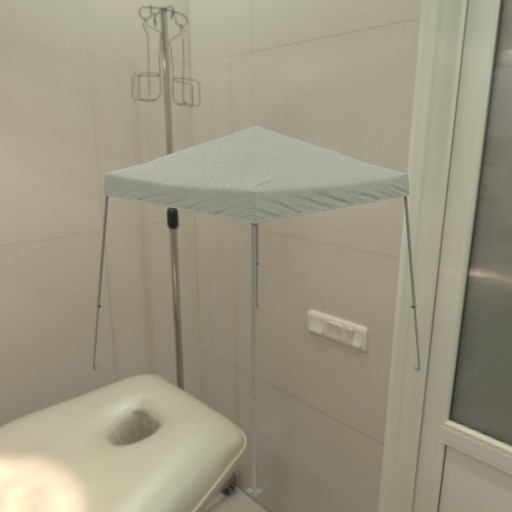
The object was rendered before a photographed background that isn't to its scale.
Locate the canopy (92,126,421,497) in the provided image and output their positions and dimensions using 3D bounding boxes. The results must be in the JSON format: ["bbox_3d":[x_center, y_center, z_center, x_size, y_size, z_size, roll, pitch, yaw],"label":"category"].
[{"bbox_3d":[0.000,0.000,5.053,2.849,2.849,2.848,-14,20,-43],"label":"canopy"}]
